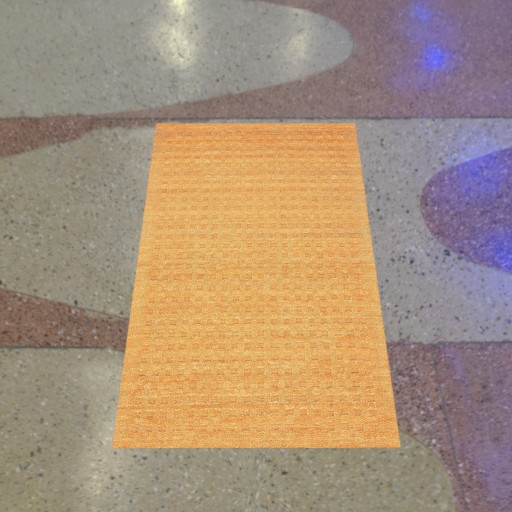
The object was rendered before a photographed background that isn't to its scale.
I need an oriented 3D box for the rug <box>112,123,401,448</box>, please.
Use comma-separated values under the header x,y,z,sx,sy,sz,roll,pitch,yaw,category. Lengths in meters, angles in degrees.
x,y,z,sx,sy,sz,roll,pitch,yaw,category
0.000,0.000,2.870,1.524,0.006,2.285,0,63,0,rug
